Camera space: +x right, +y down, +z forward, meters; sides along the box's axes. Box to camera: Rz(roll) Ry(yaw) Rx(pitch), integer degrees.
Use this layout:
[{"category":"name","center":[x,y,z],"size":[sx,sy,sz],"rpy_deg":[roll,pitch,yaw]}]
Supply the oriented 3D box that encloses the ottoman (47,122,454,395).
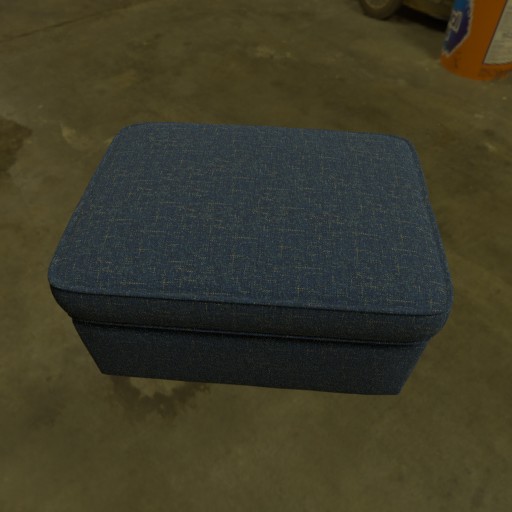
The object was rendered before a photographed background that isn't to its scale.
[{"category":"ottoman","center":[0.000,0.000,1.078],"size":[0.749,0.450,0.549],"rpy_deg":[3,49,3]}]
